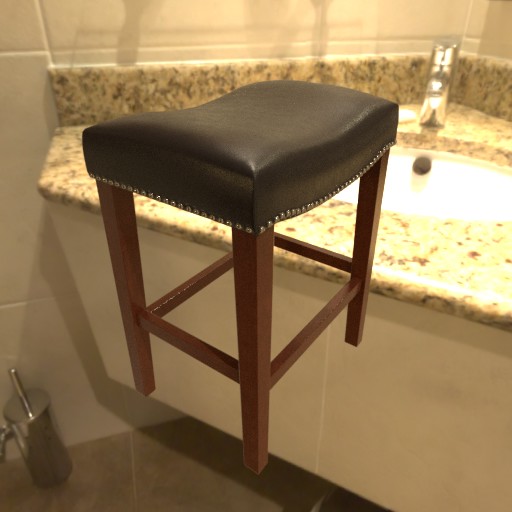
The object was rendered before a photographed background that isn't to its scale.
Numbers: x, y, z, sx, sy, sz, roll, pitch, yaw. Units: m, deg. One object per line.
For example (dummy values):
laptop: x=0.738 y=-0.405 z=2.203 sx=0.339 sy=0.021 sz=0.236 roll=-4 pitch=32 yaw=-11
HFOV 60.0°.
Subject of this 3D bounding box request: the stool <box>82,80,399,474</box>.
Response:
stool: x=0.000 y=0.000 z=0.964 sx=0.372 sy=0.654 sz=0.504 roll=21 pitch=37 yaw=30
